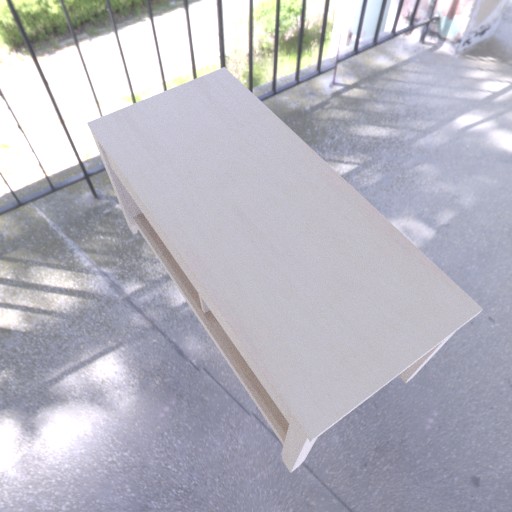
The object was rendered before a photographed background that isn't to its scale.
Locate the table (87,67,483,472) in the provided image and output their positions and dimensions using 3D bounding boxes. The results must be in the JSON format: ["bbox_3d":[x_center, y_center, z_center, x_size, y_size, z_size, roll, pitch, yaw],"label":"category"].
[{"bbox_3d":[0.000,0.000,1.287,0.457,0.483,1.016,-30,62,-18],"label":"table"}]
